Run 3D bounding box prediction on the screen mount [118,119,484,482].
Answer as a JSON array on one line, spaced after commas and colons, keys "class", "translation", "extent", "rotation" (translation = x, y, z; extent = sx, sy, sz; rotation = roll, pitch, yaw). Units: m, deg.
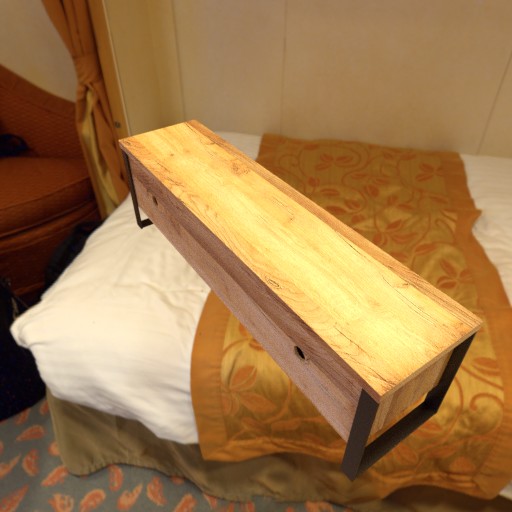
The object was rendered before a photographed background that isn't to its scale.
[{"class": "screen mount", "translation": [0.000, 0.000, 1.680], "extent": [0.395, 0.450, 1.524], "rotation": [-24, 46, -26]}]
